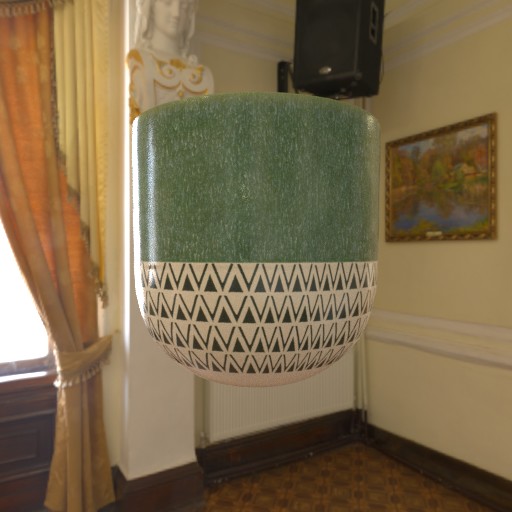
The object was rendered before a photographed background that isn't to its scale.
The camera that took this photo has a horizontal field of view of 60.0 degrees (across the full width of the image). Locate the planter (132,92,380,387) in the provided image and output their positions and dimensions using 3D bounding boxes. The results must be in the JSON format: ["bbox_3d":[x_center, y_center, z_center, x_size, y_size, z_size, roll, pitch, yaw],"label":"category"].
[{"bbox_3d":[0.000,0.000,0.493,0.266,0.270,0.266,0,0,0],"label":"planter"}]
